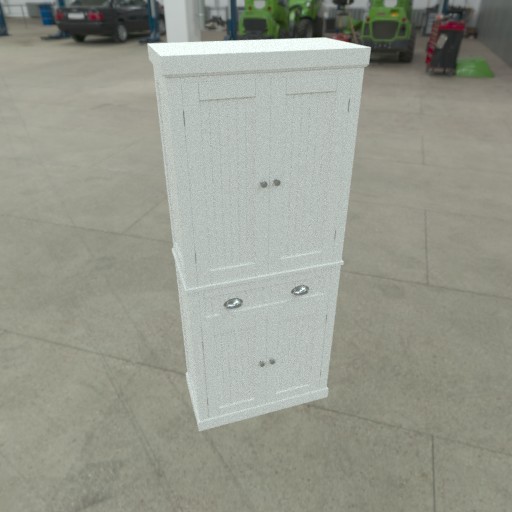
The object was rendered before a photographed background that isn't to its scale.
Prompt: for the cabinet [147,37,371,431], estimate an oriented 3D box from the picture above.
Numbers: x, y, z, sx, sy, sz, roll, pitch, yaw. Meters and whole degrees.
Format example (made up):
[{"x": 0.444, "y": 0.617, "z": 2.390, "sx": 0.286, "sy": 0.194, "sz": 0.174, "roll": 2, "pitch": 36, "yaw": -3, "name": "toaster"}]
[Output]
[{"x": 0.000, "y": 0.000, "z": 2.121, "sx": 0.754, "sy": 1.829, "sz": 0.390, "roll": -10, "pitch": 33, "yaw": -15, "name": "cabinet"}]
